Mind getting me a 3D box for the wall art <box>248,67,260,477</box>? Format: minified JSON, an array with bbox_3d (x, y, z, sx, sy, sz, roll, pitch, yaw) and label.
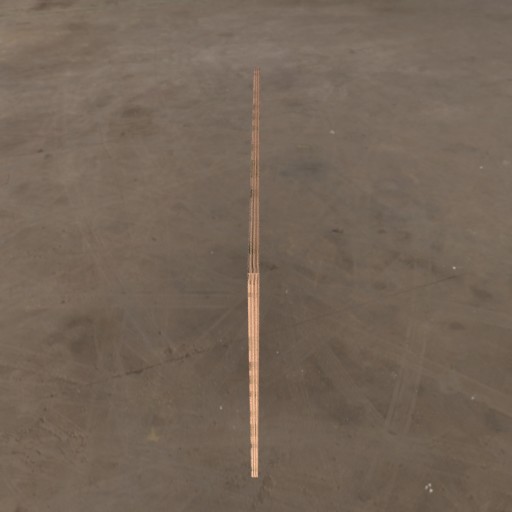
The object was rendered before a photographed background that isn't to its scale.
[{"bbox_3d":[0.000,0.000,0.699,0.010,0.408,0.508,0,41,0],"label":"wall art"}]
